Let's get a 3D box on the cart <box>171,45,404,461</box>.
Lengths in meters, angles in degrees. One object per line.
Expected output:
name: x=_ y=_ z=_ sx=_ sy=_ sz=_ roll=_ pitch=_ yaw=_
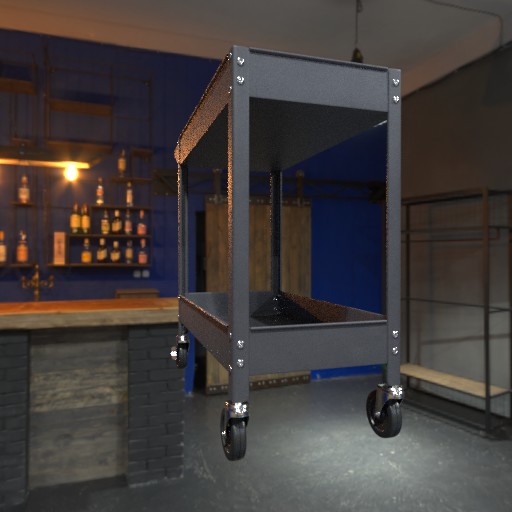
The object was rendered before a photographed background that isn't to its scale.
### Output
cart: x=0.000 y=0.000 z=1.159 sx=0.366 sy=0.719 sz=0.779 roll=0 pitch=1 yaw=-18
